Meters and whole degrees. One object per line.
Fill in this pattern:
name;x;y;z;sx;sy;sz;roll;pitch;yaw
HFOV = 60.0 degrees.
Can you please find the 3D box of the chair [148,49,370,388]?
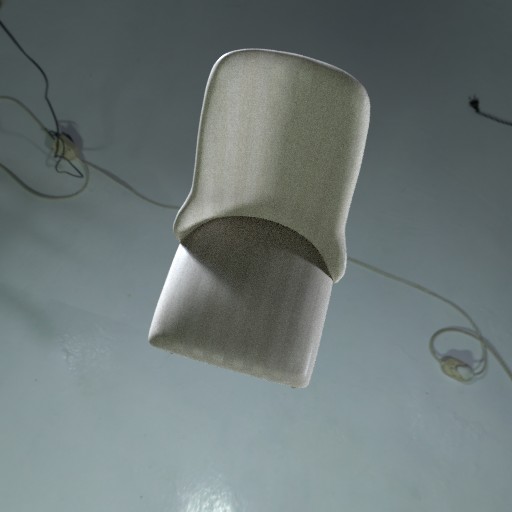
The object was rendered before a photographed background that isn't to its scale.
chair;0.000;0.000;1.299;0.526;0.917;0.684;15;76;4
